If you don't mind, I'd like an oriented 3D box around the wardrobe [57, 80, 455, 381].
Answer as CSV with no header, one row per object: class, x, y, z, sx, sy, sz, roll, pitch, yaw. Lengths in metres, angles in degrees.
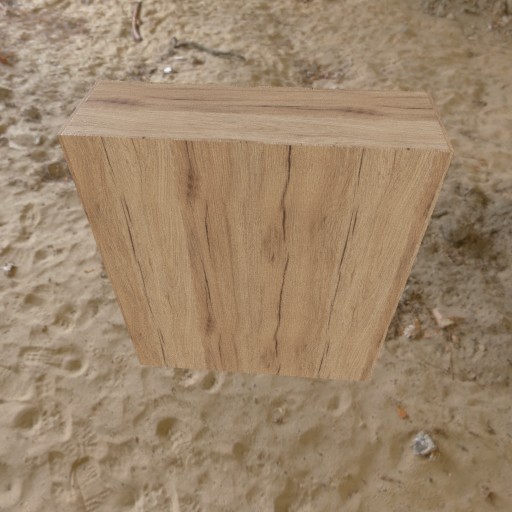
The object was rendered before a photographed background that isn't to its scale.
wardrobe,0.000,0.000,2.952,1.810,2.070,0.580,3,46,3
